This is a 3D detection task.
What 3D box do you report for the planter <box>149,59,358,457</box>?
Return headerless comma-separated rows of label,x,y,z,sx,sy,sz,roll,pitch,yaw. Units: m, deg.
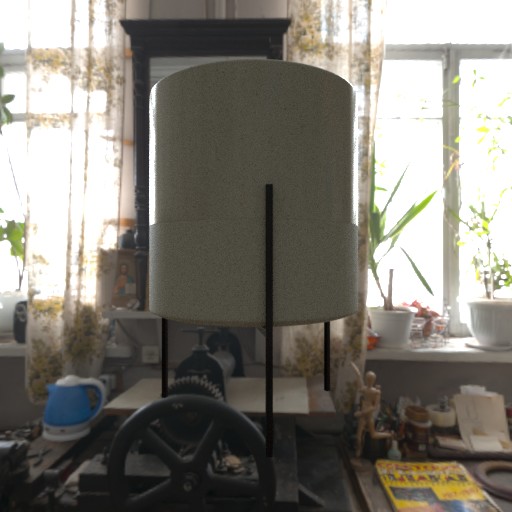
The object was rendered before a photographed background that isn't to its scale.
planter,0.000,0.000,0.689,0.323,0.475,0.314,0,-1,-37
